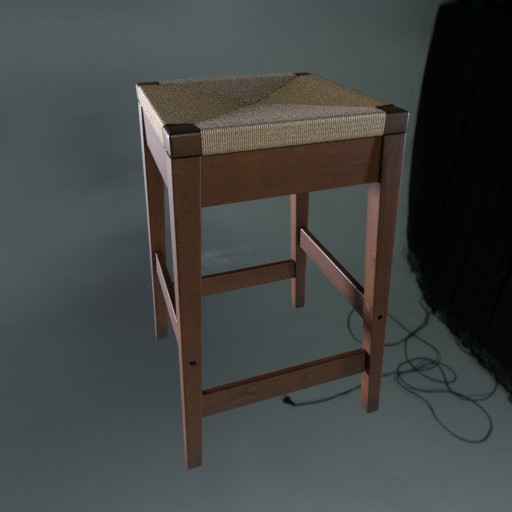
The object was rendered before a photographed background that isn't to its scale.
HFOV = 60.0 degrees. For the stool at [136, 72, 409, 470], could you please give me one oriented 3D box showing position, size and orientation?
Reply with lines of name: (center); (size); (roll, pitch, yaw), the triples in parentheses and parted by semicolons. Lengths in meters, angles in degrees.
stool: (0.000, 0.000, 1.088); (0.507, 0.762, 0.497); (-10, 33, -16)
